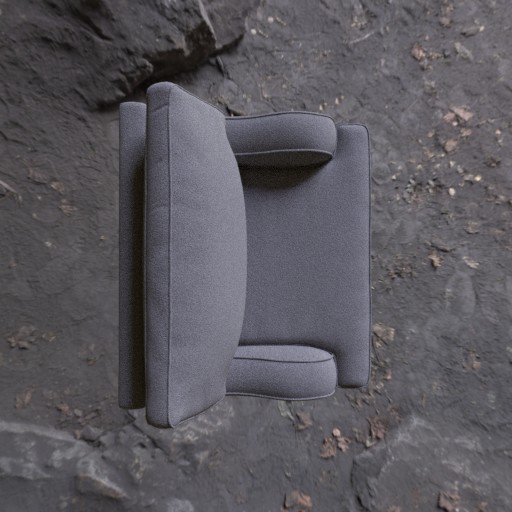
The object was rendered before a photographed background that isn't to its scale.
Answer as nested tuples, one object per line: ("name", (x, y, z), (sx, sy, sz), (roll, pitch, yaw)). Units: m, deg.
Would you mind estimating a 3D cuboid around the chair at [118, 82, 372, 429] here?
("chair", (0.000, 0.000, 1.986), (1.040, 1.016, 1.220), (0, 90, 2))
